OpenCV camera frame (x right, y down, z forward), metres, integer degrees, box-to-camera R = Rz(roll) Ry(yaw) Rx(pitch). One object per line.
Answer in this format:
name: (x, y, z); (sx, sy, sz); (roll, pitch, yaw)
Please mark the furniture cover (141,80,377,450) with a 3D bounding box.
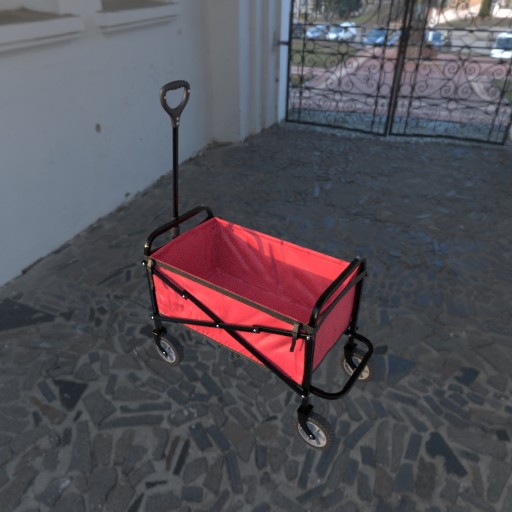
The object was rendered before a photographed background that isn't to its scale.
furniture cover: (0.000, 0.000, 1.839); (1.038, 1.295, 0.532); (20, 38, 29)
